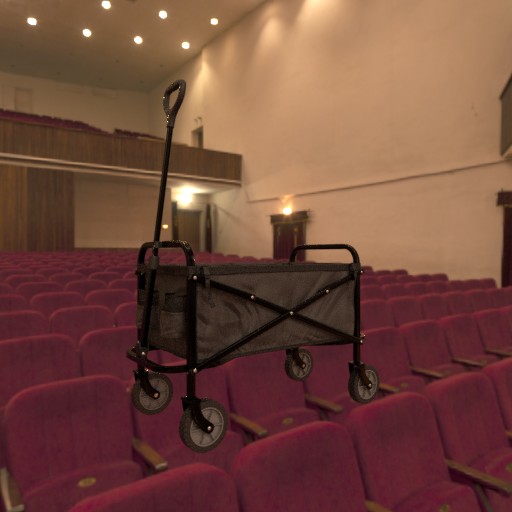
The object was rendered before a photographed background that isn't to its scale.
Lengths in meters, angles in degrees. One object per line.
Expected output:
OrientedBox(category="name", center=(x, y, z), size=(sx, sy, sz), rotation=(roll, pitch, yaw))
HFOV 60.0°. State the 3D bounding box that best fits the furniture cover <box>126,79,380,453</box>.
OrientedBox(category="furniture cover", center=(0.000, 0.000, 1.868), size=(1.038, 1.295, 0.532), rotation=(0, 0, -36))
